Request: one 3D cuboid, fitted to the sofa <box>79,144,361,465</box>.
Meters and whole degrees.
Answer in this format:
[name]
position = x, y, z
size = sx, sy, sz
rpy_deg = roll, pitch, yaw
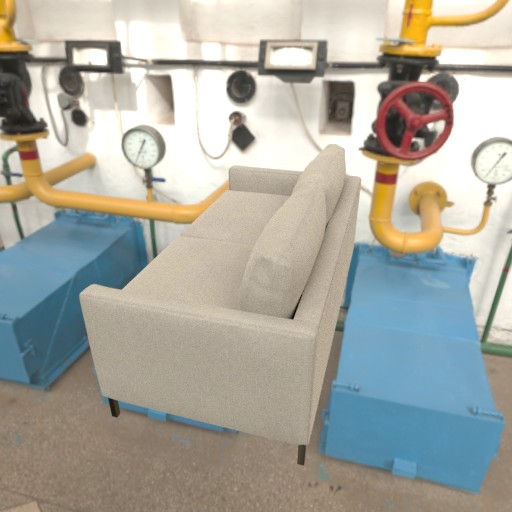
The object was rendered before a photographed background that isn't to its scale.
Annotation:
[sofa]
position = 0.000, 0.000, 2.245
size = 0.875, 0.840, 1.682
rpy_deg = 8, 29, 15
